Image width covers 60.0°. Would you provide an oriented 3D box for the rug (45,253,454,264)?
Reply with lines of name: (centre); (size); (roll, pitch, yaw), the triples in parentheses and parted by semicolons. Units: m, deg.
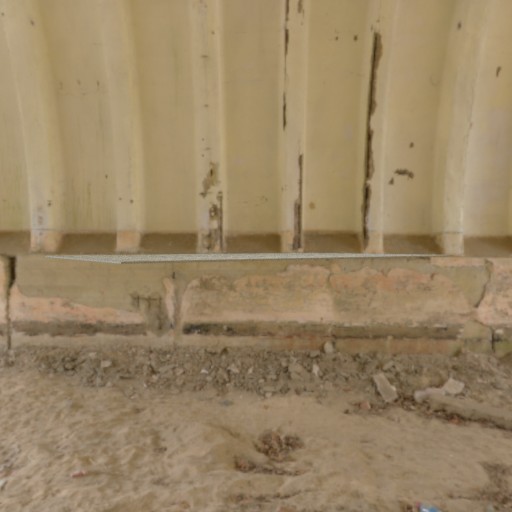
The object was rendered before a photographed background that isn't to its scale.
rug: (0.000, 0.000, 3.101); (2.430, 0.010, 1.515); (-1, 1, -36)
